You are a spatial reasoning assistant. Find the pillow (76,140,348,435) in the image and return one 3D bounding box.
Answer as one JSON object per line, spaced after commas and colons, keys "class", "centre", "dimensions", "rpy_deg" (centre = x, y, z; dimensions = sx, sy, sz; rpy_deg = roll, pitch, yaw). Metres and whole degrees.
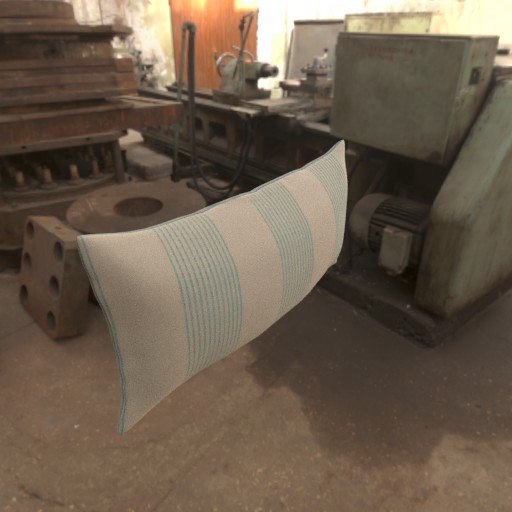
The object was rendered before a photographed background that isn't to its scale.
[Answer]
{"class": "pillow", "centre": [0.000, 0.000, 0.739], "dimensions": [0.151, 0.287, 0.610], "rpy_deg": [19, 32, 32]}
